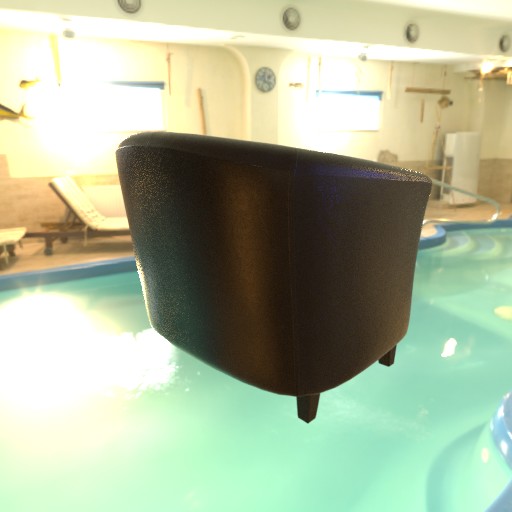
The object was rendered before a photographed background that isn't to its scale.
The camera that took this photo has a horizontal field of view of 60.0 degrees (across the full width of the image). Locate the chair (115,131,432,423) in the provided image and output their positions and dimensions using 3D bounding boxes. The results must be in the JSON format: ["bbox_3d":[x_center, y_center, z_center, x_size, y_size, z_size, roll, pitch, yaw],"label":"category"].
[{"bbox_3d":[0.000,0.000,1.392,0.727,0.756,0.793,-15,22,-42],"label":"chair"}]
